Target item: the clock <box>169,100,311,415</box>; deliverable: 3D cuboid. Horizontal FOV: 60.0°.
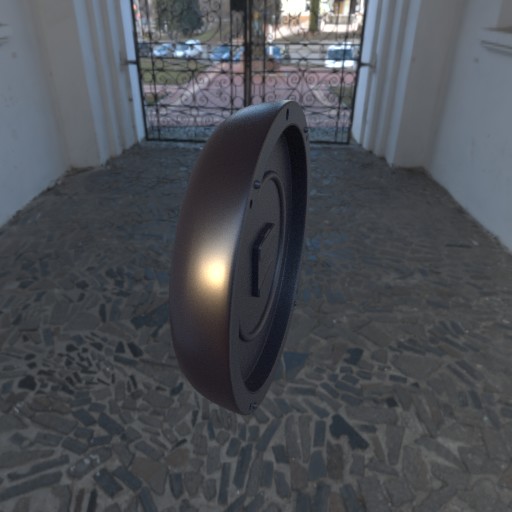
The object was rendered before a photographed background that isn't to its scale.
[{"bbox_3d":[0.000,0.000,0.448,0.060,0.300,0.300,9,32,15],"label":"clock"}]
